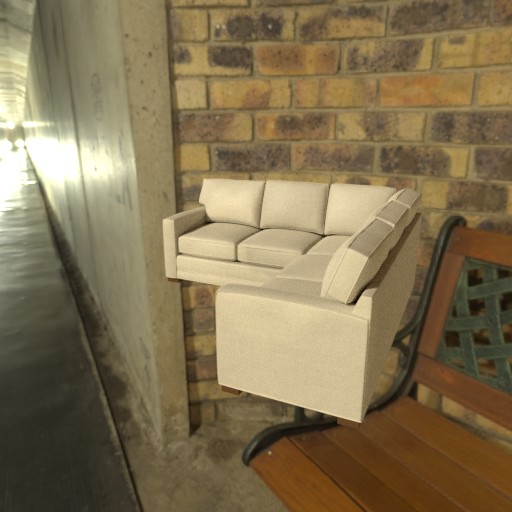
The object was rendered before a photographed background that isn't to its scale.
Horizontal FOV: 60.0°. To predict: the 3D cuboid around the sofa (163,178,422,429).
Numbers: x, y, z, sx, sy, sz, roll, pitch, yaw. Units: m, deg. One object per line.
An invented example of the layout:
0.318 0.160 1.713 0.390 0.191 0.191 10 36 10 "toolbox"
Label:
0.000 0.000 3.427 2.182 0.939 2.189 8 18 24 "sofa"
